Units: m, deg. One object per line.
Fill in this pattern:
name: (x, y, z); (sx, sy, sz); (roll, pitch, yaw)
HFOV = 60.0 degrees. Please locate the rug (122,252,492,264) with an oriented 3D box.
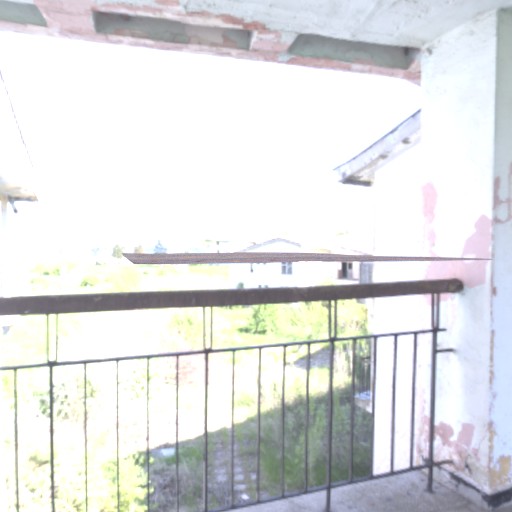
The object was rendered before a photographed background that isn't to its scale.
rug: (0.000, 0.000, 3.972); (2.263, 0.022, 3.029); (0, 1, -18)
